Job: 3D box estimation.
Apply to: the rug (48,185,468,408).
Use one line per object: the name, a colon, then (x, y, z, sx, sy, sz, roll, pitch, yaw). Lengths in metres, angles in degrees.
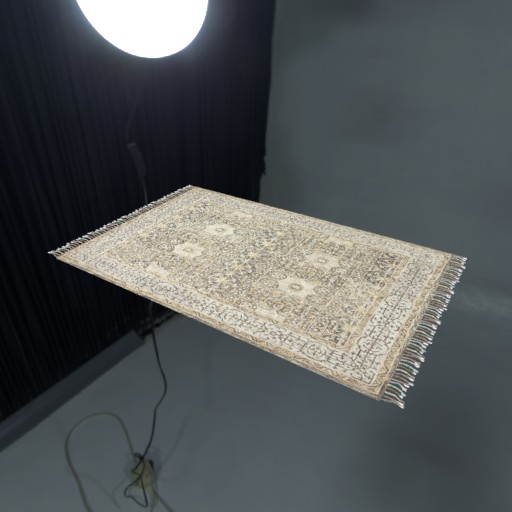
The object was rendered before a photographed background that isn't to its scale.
rug: (0.000, 0.000, 2.487, 2.029, 0.010, 1.237, 18, 35, 28)
